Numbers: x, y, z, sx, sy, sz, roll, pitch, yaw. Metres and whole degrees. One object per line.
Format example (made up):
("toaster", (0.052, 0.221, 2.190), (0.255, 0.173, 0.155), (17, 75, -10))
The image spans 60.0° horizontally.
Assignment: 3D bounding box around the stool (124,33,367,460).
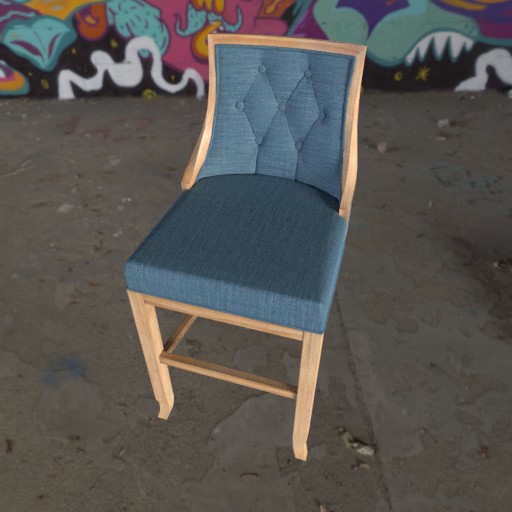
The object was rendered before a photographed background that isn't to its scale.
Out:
("stool", (0.000, 0.000, 1.357), (0.524, 1.101, 0.626), (11, 42, 13))
